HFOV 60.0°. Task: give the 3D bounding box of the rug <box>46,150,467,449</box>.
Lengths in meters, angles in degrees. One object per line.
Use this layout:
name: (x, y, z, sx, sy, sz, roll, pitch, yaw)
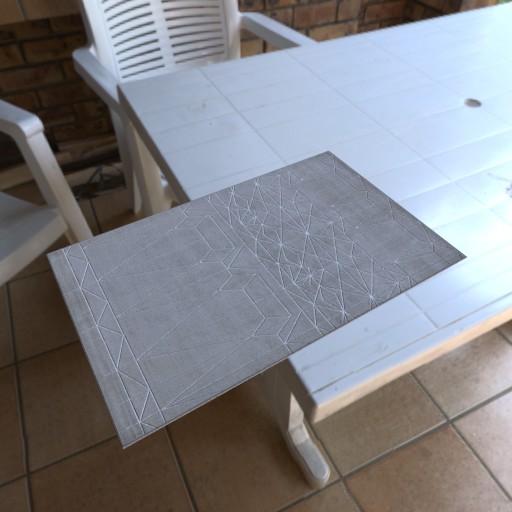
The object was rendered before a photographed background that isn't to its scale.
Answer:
rug: (0.000, 0.000, 3.021, 2.438, 0.012, 1.524, -24, 51, -21)
